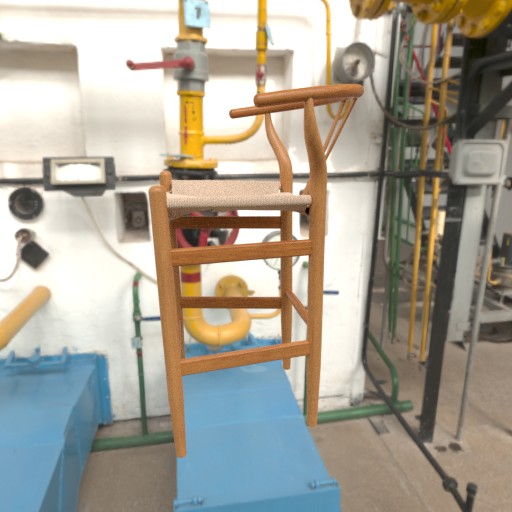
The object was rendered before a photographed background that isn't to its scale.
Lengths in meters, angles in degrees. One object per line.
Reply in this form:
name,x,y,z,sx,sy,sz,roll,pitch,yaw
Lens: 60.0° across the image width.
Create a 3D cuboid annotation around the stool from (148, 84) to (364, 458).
stool,0.000,0.000,1.354,0.579,0.970,0.569,-2,15,-9
